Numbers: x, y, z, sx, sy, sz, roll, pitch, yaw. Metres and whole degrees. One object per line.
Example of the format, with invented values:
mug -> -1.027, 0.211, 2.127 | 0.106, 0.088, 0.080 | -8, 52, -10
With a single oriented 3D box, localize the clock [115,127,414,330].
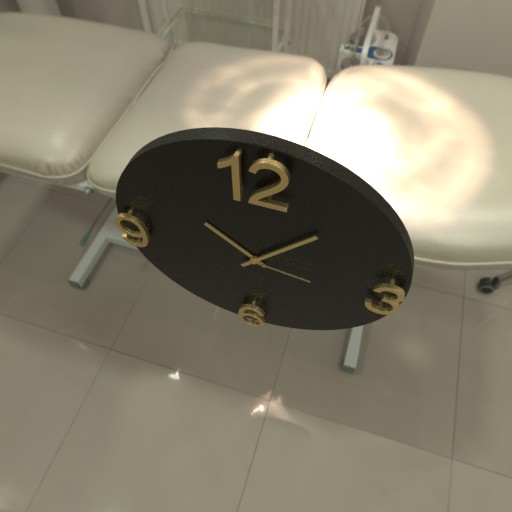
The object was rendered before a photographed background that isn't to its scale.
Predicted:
clock -> 0.000, 0.000, 0.676 | 0.454, 0.454, 0.038 | 15, 58, 9
